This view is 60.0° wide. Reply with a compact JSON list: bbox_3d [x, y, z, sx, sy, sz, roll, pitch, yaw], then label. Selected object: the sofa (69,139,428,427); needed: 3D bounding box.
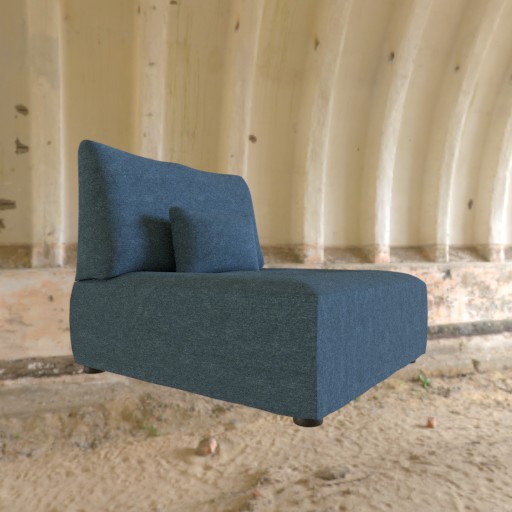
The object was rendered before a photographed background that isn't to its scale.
[{"bbox_3d":[0.000,0.000,1.661,1.000,0.820,0.930,0,0,36],"label":"sofa"}]
